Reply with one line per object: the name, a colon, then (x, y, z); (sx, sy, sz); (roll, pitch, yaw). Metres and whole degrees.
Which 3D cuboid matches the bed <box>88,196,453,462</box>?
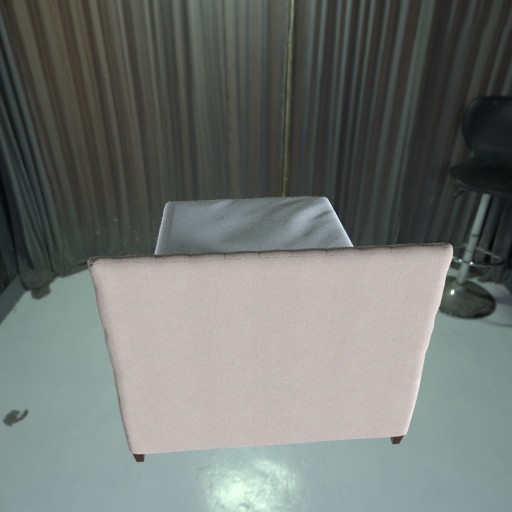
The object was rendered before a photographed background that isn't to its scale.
bed: (0.000, 0.000, 3.355); (1.698, 1.427, 2.387); (-2, 32, -4)
